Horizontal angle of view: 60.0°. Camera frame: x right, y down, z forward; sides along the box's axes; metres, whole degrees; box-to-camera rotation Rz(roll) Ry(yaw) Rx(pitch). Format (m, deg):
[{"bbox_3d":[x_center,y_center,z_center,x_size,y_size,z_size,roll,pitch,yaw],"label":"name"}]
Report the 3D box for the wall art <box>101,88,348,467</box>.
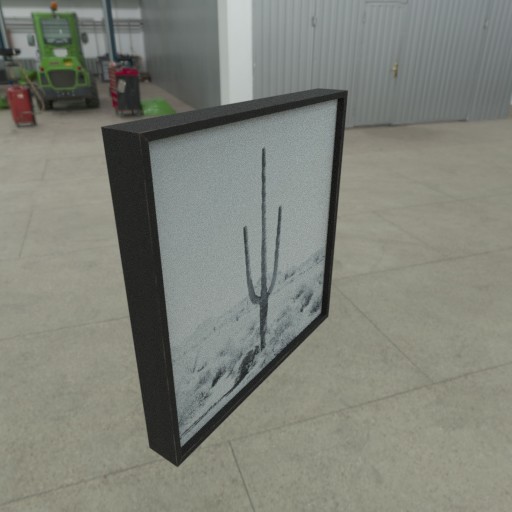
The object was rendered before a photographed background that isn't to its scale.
[{"bbox_3d":[0.000,0.000,0.466,0.038,0.305,0.305,17,31,31],"label":"wall art"}]
